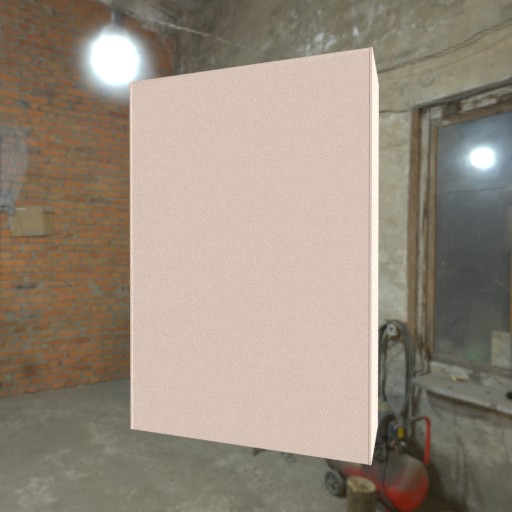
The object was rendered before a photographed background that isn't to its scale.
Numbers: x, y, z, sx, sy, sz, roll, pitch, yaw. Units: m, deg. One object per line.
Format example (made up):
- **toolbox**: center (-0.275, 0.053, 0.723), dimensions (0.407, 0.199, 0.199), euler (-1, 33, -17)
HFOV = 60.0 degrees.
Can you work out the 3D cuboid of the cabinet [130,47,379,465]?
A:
- **cabinet**: center (0.000, 0.000, 2.473), dimensions (1.290, 1.910, 0.510), euler (0, 1, 19)
